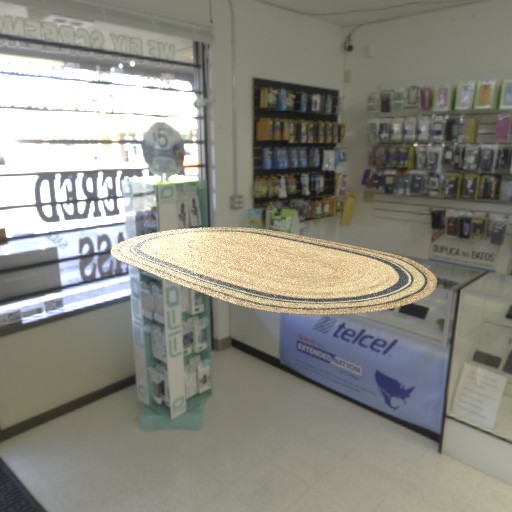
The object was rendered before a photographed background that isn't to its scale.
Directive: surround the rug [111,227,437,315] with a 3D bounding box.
[{"bbox_3d":[0.000,0.000,3.090,1.520,0.006,2.432,-13,19,-42],"label":"rug"}]
